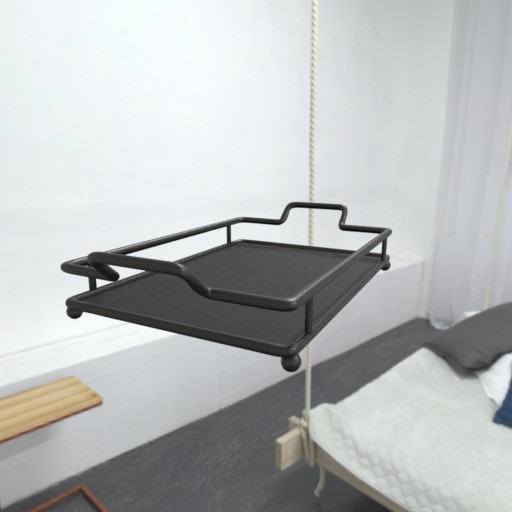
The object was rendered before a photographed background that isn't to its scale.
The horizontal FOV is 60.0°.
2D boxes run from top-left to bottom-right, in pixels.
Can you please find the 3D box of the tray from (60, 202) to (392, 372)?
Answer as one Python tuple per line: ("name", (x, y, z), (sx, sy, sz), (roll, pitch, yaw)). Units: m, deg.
("tray", (0.000, 0.000, 0.624), (0.297, 0.101, 0.495), (7, 15, 27))
